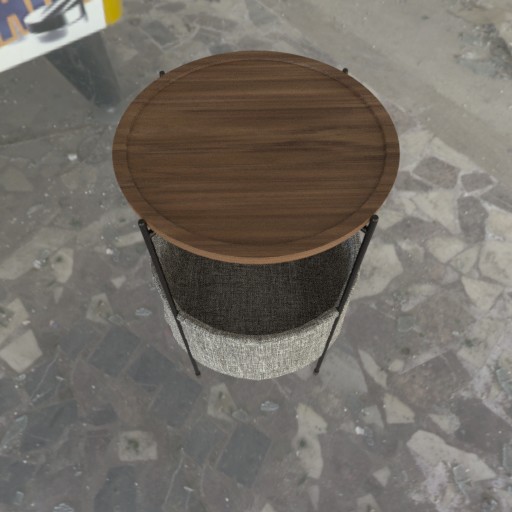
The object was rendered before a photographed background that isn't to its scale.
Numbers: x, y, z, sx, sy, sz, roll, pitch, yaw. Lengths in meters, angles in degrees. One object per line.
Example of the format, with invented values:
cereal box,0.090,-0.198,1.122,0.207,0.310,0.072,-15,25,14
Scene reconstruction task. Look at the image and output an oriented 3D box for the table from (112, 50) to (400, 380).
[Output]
table,0.000,0.000,0.867,0.400,0.623,0.400,-1,58,-1
